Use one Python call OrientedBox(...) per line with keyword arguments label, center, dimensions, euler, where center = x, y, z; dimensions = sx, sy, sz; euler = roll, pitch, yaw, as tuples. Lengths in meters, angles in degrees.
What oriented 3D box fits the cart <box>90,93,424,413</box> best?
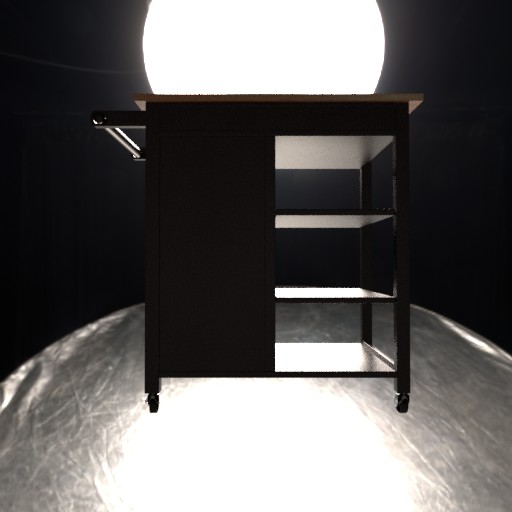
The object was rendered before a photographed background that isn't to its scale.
OrientedBox(label="cart", center=(0.000, 0.000, 1.433), dimensions=(0.914, 0.878, 0.472), euler=(0, -1, 0))
